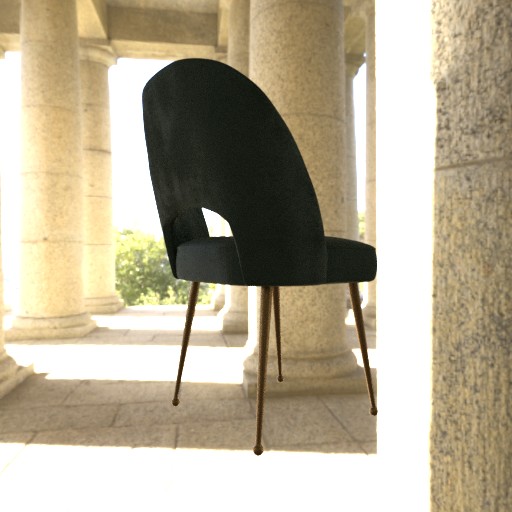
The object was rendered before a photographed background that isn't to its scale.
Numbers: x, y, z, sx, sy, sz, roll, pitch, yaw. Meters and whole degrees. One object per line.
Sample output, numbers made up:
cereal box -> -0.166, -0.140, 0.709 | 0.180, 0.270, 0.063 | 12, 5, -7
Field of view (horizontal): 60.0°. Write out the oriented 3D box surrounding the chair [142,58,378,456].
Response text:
chair -> 0.000, 0.000, 1.201 | 0.577, 0.860, 0.527 | 0, 0, -37
